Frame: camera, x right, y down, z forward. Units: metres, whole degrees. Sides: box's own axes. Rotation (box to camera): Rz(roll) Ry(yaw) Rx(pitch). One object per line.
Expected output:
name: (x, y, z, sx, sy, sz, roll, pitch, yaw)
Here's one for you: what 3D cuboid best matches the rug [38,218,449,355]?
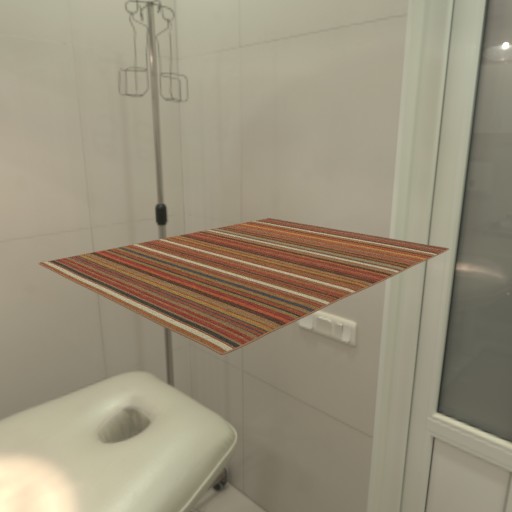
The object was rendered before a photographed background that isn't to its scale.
rug: (0.000, 0.000, 4.218, 2.479, 0.023, 3.092, 14, 21, 42)
